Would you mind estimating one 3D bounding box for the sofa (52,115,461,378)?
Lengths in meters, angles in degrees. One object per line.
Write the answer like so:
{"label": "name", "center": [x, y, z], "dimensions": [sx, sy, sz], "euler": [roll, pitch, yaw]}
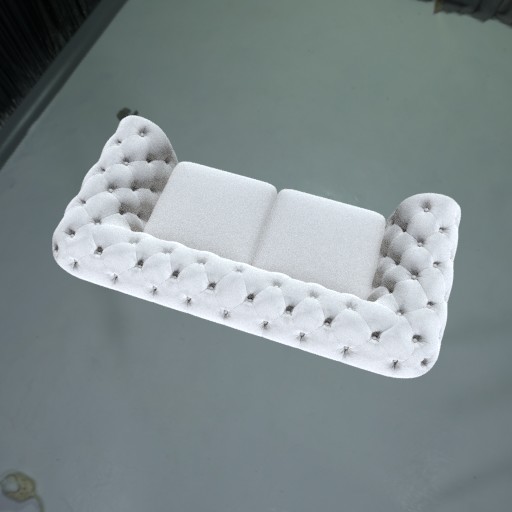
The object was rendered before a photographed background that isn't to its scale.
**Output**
{"label": "sofa", "center": [0.000, 0.000, 2.516], "dimensions": [1.998, 0.764, 0.986], "euler": [16, 65, 8]}
